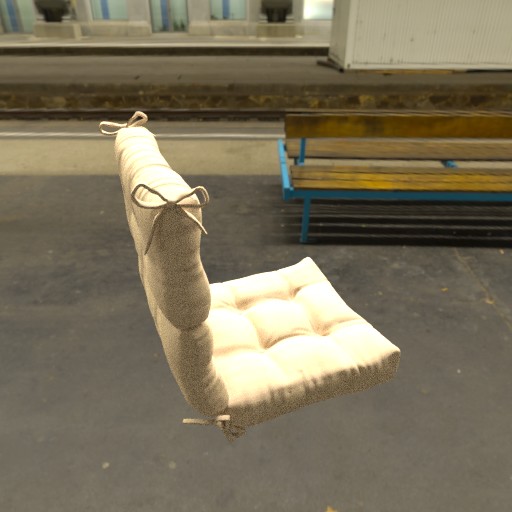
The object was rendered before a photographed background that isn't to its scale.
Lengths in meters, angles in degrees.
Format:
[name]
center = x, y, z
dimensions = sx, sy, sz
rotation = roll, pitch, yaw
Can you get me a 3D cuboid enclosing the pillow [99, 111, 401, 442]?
[pillow]
center = 0.000, 0.000, 1.035
dimensions = 0.571, 0.605, 0.519
rotation = -12, 32, -19
